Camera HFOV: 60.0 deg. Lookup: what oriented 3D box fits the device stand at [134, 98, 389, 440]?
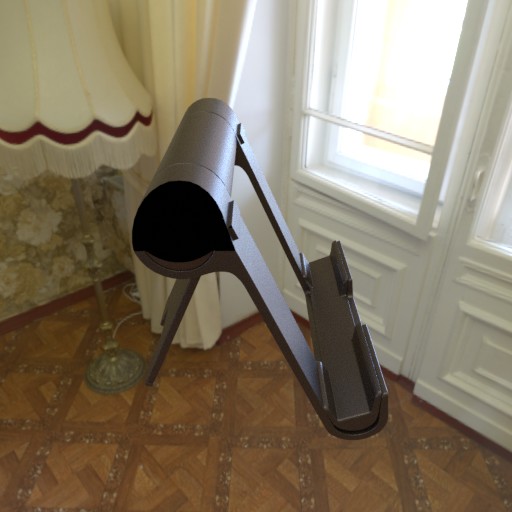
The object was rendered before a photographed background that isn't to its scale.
[{"bbox_3d":[0.000,0.000,0.151,0.079,0.084,0.088,0,33,0],"label":"device stand"}]
